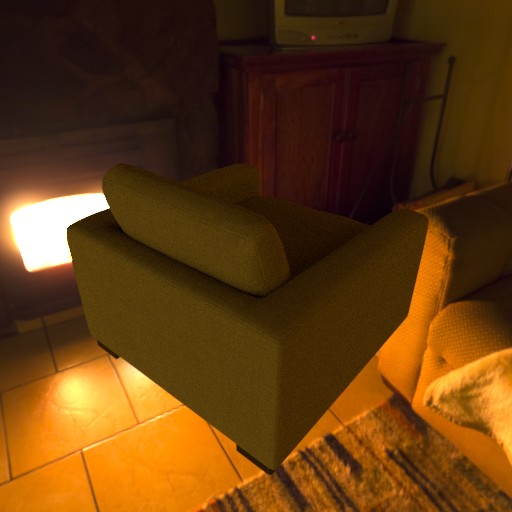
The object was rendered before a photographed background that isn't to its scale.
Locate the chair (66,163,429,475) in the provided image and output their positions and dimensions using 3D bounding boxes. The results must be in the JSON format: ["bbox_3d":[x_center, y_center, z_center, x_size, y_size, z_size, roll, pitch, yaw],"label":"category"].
[{"bbox_3d":[0.000,0.000,1.901,1.070,0.847,1.100,23,38,33],"label":"chair"}]
